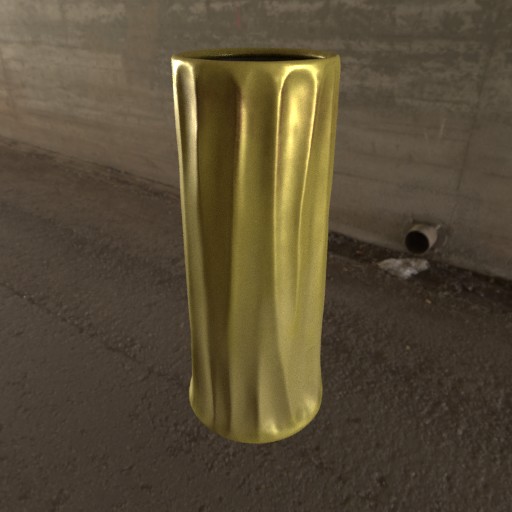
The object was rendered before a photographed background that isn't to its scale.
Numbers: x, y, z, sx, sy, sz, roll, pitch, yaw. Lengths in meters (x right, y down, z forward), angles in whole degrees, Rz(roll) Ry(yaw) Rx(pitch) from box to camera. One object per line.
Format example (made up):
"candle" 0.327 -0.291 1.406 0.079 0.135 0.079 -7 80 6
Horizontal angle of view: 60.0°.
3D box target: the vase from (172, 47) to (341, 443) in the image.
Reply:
"vase" 0.000 0.000 0.171 0.061 0.143 0.061 0 29 0
